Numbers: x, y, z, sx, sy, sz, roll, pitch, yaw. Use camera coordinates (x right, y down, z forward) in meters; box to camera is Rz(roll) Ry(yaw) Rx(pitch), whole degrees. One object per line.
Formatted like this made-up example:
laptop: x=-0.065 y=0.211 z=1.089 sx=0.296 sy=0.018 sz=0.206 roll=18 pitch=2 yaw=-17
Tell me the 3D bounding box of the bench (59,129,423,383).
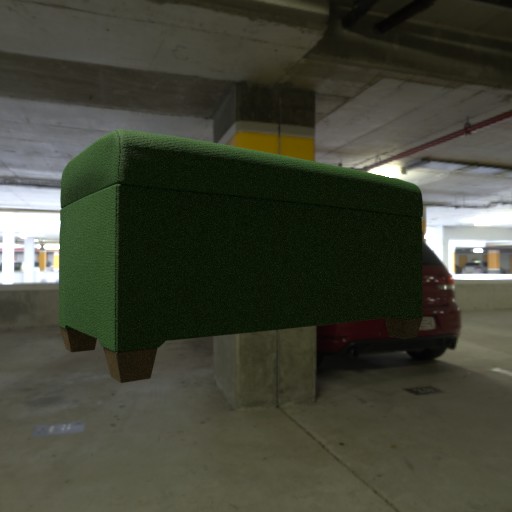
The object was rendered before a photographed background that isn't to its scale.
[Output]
bench: x=0.000 y=0.000 z=1.281 sx=0.989 sy=0.501 sz=0.505 roll=1 pitch=-2 yaw=-36
